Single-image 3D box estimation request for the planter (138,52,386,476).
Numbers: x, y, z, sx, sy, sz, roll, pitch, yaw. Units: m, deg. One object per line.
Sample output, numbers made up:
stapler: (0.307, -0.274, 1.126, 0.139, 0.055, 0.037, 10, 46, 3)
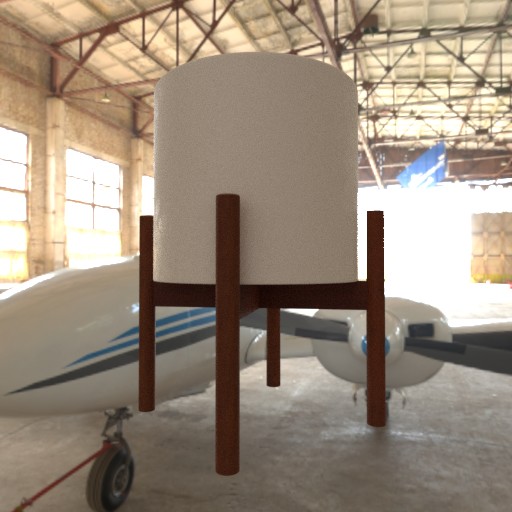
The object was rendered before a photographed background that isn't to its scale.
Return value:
planter: (0.000, 0.000, 0.496, 0.224, 0.358, 0.224, 1, -1, -34)
